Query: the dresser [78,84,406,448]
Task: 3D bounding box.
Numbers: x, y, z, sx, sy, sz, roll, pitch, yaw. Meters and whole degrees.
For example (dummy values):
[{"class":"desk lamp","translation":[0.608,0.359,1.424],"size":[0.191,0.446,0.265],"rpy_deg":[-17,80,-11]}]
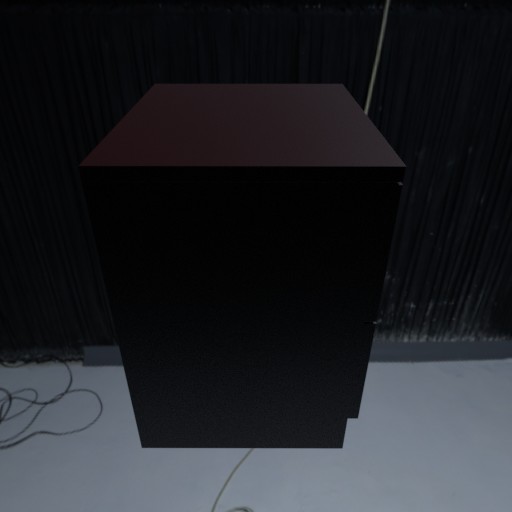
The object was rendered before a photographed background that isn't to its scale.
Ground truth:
[{"class":"dresser","translation":[0.000,0.000,0.744],"size":[0.360,0.470,0.400],"rpy_deg":[0,32,0]}]
